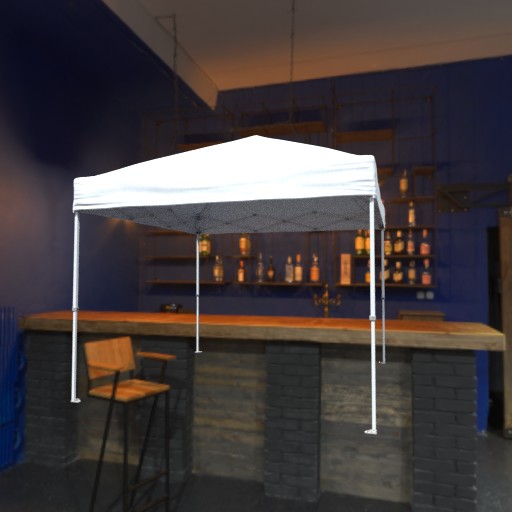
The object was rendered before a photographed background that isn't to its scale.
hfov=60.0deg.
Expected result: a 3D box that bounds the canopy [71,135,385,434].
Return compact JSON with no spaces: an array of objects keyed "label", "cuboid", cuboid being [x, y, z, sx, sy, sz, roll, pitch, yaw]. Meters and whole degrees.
[{"label":"canopy","cuboid":[0.000,0.000,5.462,2.998,2.997,2.996,-1,-2,18]}]
